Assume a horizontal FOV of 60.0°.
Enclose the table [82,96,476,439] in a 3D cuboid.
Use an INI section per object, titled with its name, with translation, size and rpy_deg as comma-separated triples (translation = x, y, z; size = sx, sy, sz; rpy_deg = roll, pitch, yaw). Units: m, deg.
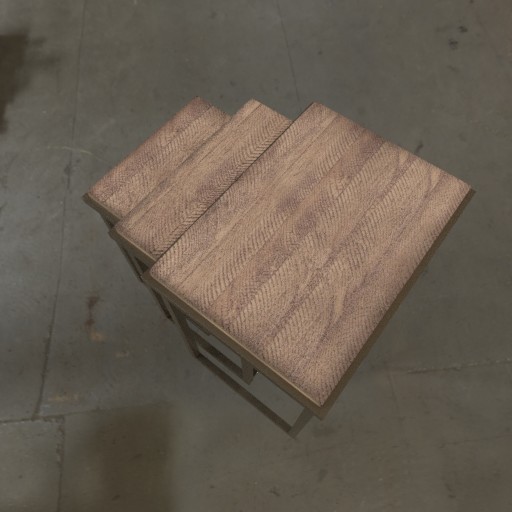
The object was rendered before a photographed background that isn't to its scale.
[table]
translation = 0.000, 0.000, 1.156
size = 0.706, 0.610, 0.559
rpy_deg = 35, 68, 16
